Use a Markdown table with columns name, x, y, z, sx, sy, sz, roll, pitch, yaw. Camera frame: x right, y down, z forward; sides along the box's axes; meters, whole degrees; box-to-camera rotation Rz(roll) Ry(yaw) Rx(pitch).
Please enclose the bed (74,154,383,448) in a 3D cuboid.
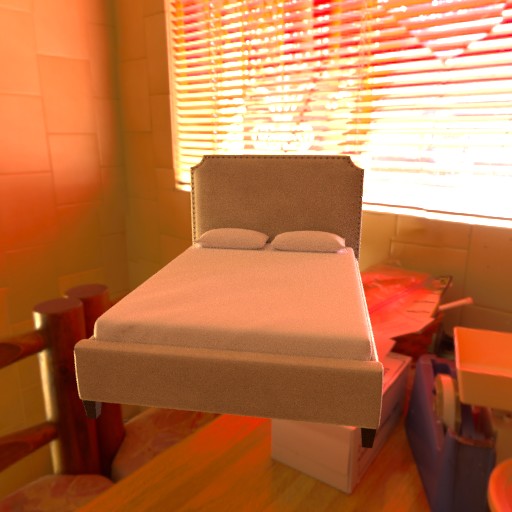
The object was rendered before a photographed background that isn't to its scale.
| name | x | y | z | sx | sy | sz | roll | pitch | yaw |
| --- | --- | --- | --- | --- | --- | --- | --- | --- | --- |
| bed | 0.000 | 0.000 | 3.388 | 1.712 | 1.443 | 2.372 | 2 | 15 | 9 |
